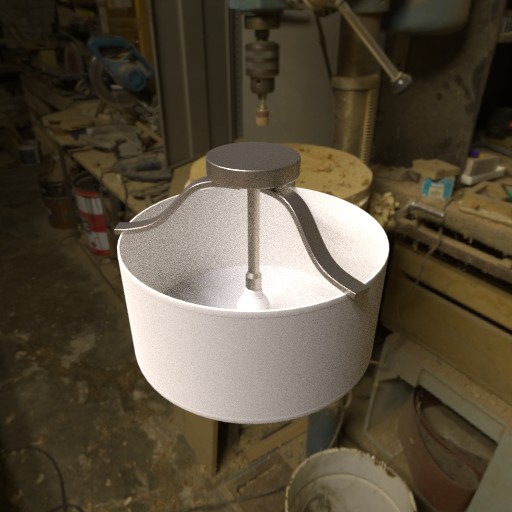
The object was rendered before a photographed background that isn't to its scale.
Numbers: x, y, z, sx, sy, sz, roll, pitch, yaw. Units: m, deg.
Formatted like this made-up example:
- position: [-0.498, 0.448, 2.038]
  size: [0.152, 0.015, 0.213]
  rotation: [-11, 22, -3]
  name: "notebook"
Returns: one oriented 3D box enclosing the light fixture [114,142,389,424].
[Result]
- position: [0.000, 0.000, 0.658]
  size: [0.395, 0.304, 0.395]
  rotation: [0, 30, 0]
  name: "light fixture"
